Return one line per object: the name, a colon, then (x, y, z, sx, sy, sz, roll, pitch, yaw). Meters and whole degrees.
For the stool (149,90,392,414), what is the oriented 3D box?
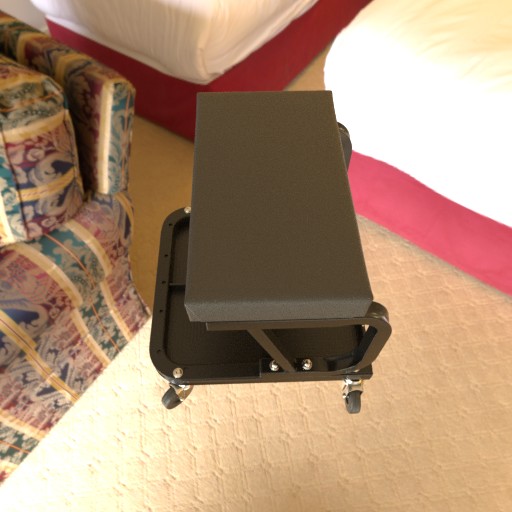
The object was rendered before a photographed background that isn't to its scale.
stool: (0.000, 0.000, 0.744, 0.371, 0.380, 0.446, -2, 57, -1)
